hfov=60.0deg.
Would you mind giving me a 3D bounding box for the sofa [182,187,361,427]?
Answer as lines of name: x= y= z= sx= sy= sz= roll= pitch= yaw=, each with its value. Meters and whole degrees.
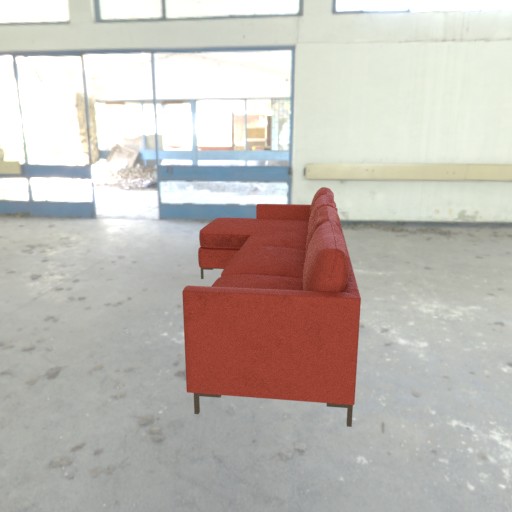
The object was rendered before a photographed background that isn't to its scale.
sofa: x=0.000 y=0.000 z=3.942 sx=1.500 sy=0.967 sz=3.400 roll=2 pitch=14 yaw=8
